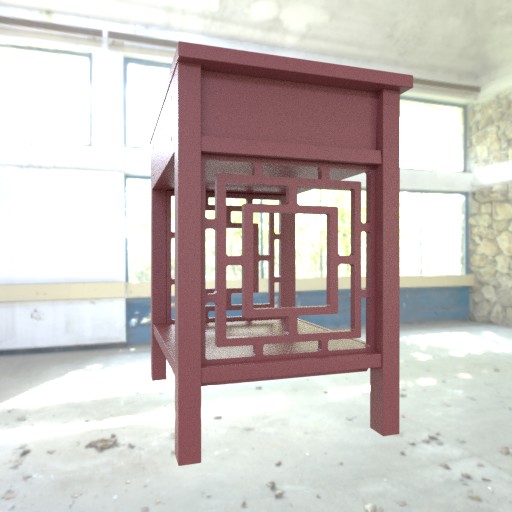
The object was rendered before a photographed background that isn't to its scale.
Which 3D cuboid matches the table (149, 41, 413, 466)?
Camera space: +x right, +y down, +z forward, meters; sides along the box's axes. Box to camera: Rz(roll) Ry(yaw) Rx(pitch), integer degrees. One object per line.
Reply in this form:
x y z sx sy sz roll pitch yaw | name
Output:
0.000 0.000 1.058 0.451 0.686 0.599 0 0 -18 | table
